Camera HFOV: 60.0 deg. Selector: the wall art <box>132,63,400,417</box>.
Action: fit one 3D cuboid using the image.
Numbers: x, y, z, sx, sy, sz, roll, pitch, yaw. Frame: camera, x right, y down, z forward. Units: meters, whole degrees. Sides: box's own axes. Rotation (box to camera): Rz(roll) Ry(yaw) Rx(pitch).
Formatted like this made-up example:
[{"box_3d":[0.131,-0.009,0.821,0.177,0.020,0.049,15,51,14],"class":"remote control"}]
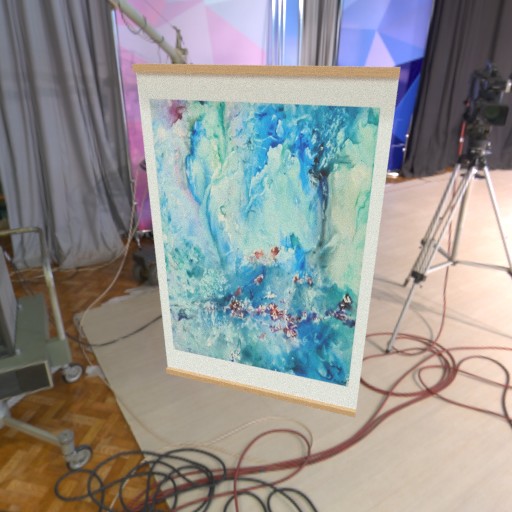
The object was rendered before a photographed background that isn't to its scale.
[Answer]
[{"box_3d":[0.000,0.000,0.773,0.401,0.611,0.016,8,27,16],"class":"wall art"}]
